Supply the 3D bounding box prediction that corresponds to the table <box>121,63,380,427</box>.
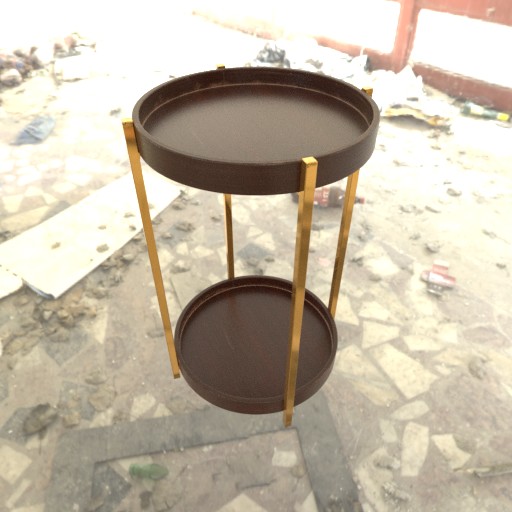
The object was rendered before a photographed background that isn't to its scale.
[{"bbox_3d":[0.000,0.000,0.868,0.400,0.610,0.400,-13,42,-15],"label":"table"}]
